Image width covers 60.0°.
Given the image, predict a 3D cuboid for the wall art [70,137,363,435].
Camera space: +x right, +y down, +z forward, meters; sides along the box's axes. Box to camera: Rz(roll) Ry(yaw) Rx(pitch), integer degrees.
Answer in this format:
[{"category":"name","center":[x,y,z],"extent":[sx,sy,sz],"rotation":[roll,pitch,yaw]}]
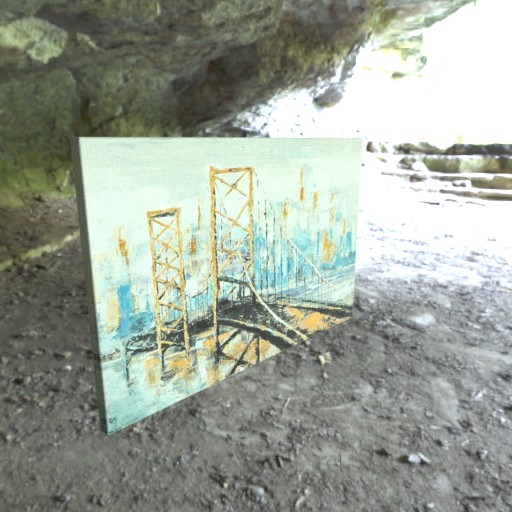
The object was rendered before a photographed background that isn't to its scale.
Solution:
[{"category":"wall art","center":[0.000,0.000,1.179],"extent":[0.913,0.609,0.038],"rotation":[-14,20,-43]}]
